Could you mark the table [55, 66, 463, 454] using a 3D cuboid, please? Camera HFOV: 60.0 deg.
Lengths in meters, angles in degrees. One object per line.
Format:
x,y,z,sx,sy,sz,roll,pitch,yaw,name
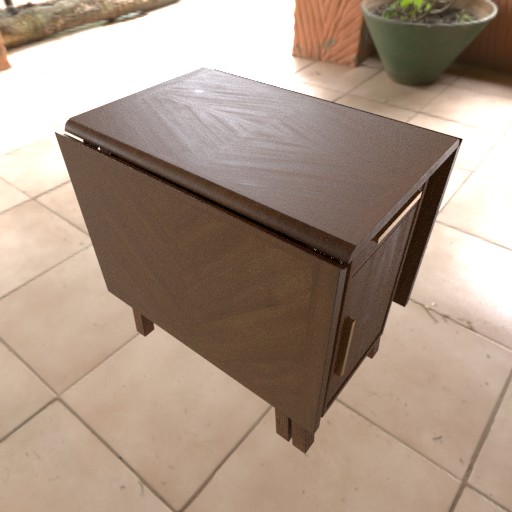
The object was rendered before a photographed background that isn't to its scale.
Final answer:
0.000,0.000,1.603,0.967,0.981,0.701,27,48,28,table
